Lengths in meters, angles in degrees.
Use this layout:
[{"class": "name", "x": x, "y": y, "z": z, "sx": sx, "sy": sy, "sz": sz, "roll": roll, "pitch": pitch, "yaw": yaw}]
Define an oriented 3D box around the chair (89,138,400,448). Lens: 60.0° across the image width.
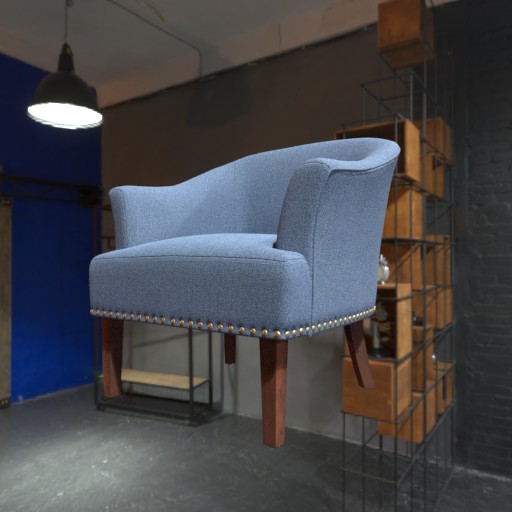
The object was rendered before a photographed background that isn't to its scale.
[{"class": "chair", "x": 0.000, "y": 0.000, "z": 1.344, "sx": 0.772, "sy": 0.815, "sz": 0.704, "roll": 0, "pitch": 0, "yaw": 36}]
